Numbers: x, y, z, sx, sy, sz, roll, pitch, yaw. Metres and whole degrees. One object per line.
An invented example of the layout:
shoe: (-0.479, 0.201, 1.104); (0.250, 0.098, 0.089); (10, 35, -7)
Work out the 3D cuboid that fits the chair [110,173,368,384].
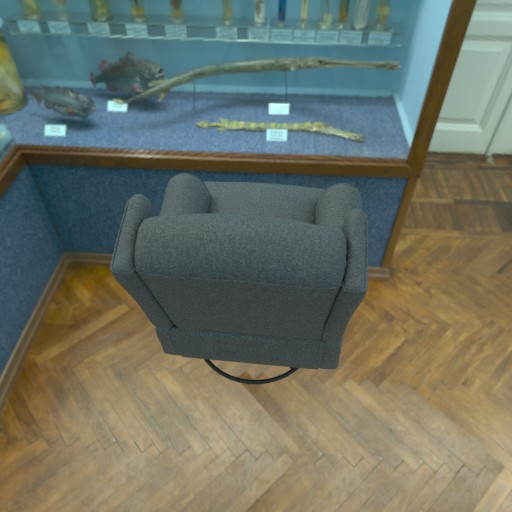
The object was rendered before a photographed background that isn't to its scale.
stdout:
chair: (0.000, 0.000, 1.753); (0.847, 1.011, 0.969); (4, 47, 4)
